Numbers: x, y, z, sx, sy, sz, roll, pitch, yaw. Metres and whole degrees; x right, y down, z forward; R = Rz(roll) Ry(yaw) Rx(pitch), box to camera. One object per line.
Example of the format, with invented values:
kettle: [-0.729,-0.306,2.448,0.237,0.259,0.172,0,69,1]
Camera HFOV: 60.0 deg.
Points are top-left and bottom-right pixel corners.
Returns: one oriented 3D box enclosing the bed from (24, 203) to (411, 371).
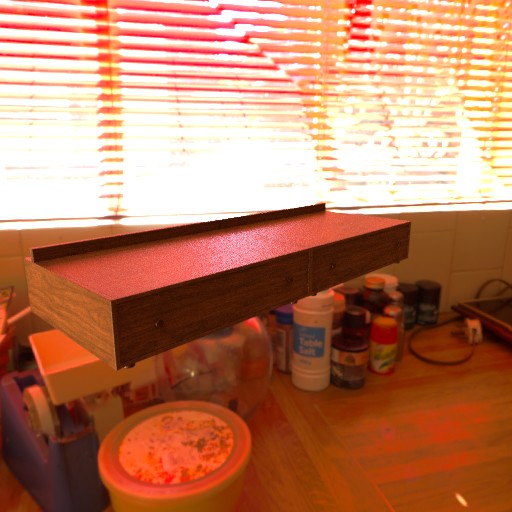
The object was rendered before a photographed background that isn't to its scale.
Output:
bed: [0.000,0.000,2.383,0.787,0.326,2.057,14,20,43]
